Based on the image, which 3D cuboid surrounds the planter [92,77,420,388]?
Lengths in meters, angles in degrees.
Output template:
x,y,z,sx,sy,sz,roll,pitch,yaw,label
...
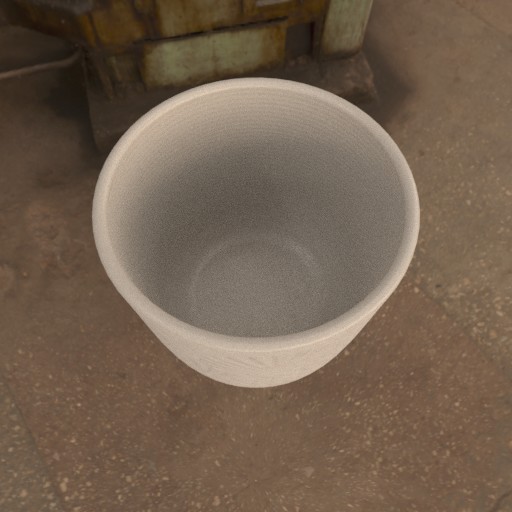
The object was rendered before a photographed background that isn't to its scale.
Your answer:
x,y,z,sx,sy,sz,roll,pitch,yaw,label
0.000,0.000,0.217,0.124,0.109,0.124,0,63,0,planter
